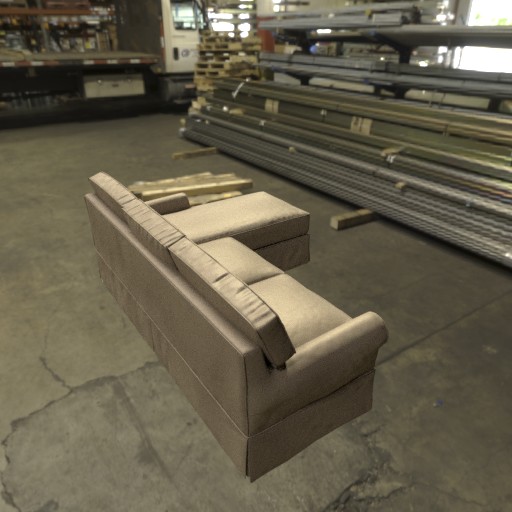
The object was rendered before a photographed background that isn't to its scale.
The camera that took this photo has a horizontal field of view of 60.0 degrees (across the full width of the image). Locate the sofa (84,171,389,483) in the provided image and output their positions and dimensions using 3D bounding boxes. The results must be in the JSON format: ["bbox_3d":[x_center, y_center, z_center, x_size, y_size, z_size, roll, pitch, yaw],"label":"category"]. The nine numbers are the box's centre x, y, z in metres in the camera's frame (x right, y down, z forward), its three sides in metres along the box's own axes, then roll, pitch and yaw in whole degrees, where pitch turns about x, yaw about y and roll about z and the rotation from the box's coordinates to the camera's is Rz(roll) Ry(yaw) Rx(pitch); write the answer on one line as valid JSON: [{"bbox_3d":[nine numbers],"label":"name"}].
[{"bbox_3d":[0.000,0.000,3.245,1.733,0.978,2.475,-17,32,-30],"label":"sofa"}]
